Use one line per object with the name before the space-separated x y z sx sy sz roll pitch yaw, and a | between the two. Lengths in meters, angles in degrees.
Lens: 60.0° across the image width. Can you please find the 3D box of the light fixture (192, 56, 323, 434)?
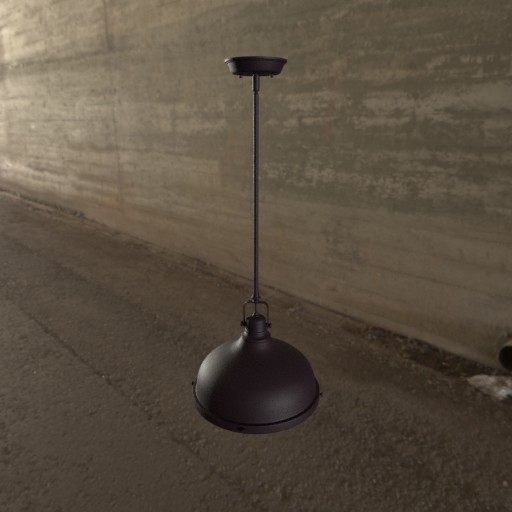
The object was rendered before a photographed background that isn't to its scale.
light fixture | 0.000 0.000 1.044 0.341 0.849 0.341 3 17 8
